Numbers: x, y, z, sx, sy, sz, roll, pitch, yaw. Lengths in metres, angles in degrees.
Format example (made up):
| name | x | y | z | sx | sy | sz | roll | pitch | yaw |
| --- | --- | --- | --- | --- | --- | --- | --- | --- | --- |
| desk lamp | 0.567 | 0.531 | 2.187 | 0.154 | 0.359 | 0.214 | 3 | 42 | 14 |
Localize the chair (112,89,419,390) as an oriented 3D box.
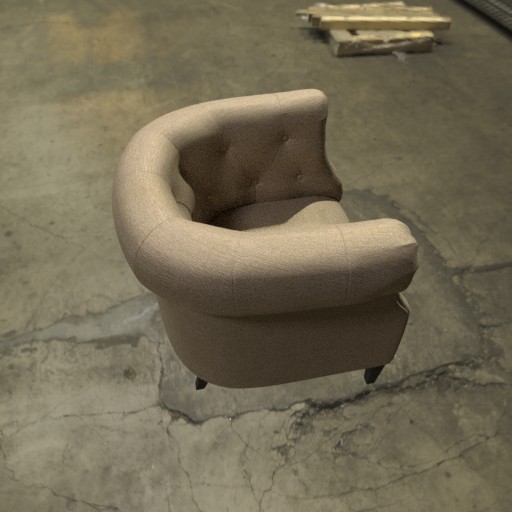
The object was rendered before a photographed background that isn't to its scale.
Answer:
| name | x | y | z | sx | sy | sz | roll | pitch | yaw |
| --- | --- | --- | --- | --- | --- | --- | --- | --- | --- |
| chair | 0.000 | 0.000 | 1.576 | 0.852 | 0.827 | 0.905 | -8 | 48 | -8 |
